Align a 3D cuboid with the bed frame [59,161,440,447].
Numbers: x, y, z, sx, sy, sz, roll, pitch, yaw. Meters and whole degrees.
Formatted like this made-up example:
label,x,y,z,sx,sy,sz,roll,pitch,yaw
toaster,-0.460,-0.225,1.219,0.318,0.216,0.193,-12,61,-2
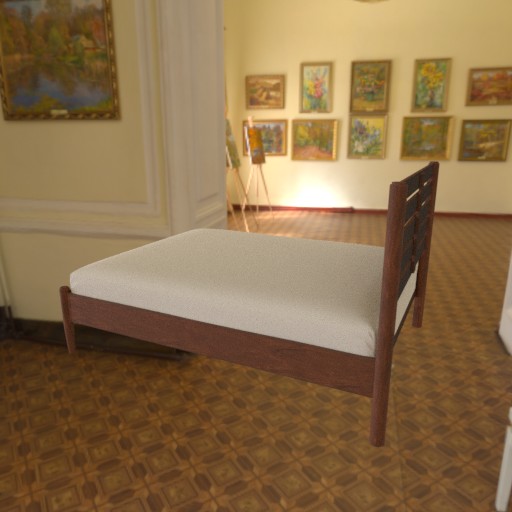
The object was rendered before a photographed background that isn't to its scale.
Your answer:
label,x,y,z,sx,sy,sz,roll,pitch,yaw
bed frame,0.000,0.000,3.231,2.234,1.321,1.655,8,17,25
